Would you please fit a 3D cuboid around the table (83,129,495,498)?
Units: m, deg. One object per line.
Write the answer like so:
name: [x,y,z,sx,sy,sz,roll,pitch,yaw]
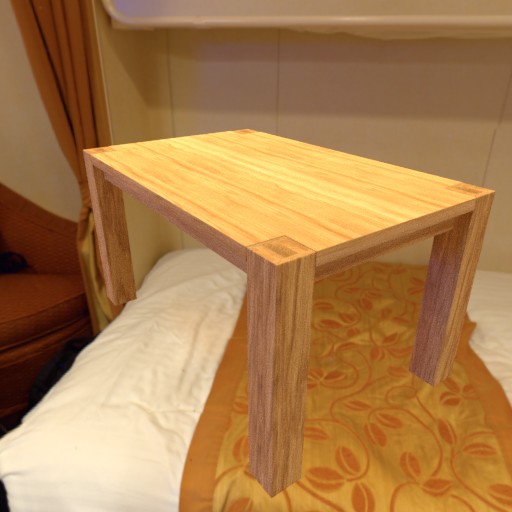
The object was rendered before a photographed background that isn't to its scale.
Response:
table: [0.000,0.000,1.866,0.900,0.760,1.400,-17,31,-32]
